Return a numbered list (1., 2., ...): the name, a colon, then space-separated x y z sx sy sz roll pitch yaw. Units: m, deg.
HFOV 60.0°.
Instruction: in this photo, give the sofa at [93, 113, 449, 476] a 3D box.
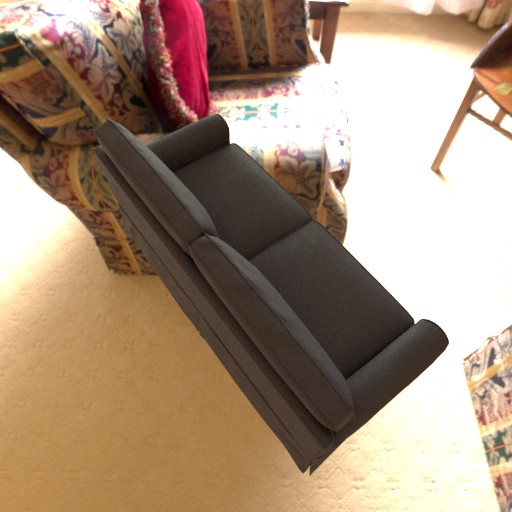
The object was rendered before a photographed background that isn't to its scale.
1. sofa: 0.000 0.000 2.745 0.983 1.094 2.256 -33 64 -18
